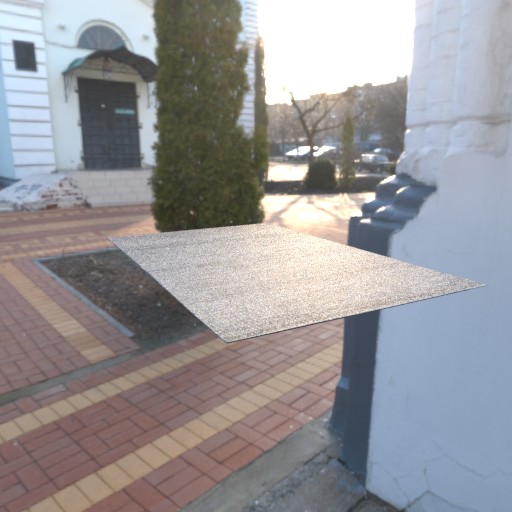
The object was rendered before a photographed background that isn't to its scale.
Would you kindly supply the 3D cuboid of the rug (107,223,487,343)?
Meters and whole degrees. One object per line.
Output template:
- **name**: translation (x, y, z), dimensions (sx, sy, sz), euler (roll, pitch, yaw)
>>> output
- **rug**: translation (0.000, 0.000, 2.219), dimensions (1.135, 0.010, 1.740), euler (-7, 15, -28)
